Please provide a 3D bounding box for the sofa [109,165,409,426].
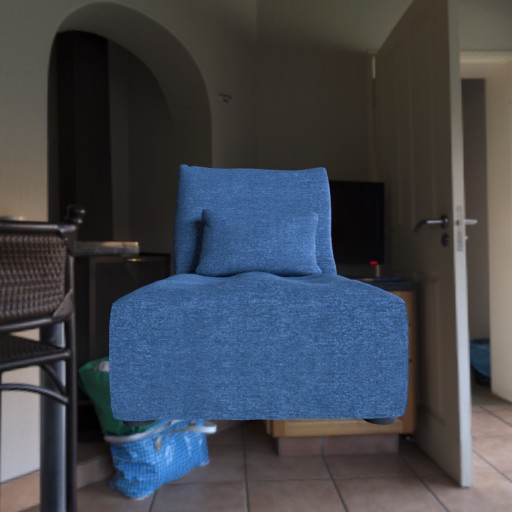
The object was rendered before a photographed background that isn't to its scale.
[{"bbox_3d":[0.000,0.000,1.538,0.700,0.820,1.000,0,-1,-1],"label":"sofa"}]
